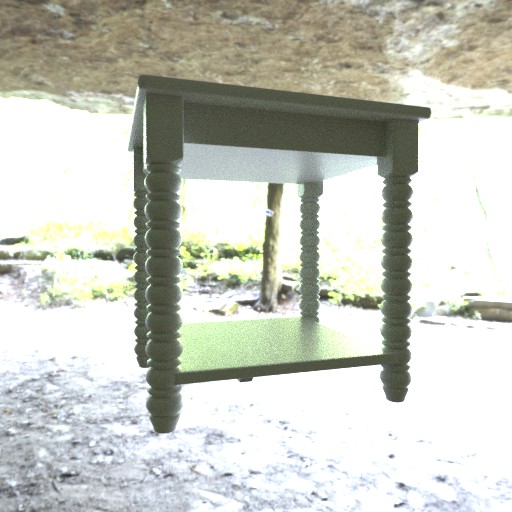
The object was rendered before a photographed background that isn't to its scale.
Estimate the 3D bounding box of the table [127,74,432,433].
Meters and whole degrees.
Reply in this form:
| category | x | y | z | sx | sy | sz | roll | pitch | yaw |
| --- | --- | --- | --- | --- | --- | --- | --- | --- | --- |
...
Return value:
| category | x | y | z | sx | sy | sz | roll | pitch | yaw |
| --- | --- | --- | --- | --- | --- | --- | --- | --- | --- |
| table | 0.000 | 0.000 | 0.987 | 0.533 | 0.563 | 0.500 | -1 | 2 | -18 |
